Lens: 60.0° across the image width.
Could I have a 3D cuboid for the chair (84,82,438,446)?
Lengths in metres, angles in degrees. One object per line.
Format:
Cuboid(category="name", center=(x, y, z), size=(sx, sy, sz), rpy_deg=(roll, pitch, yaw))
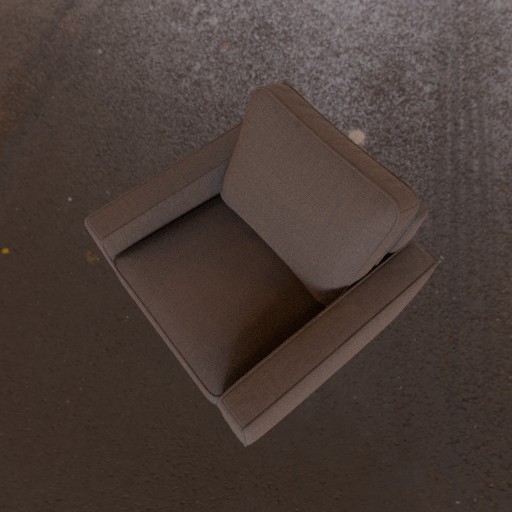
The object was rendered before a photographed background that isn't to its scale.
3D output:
Cuboid(category="chair", center=(0.000, 0.000, 1.747), size=(0.940, 0.919, 1.017), rpy_deg=(-36, 68, -17))
